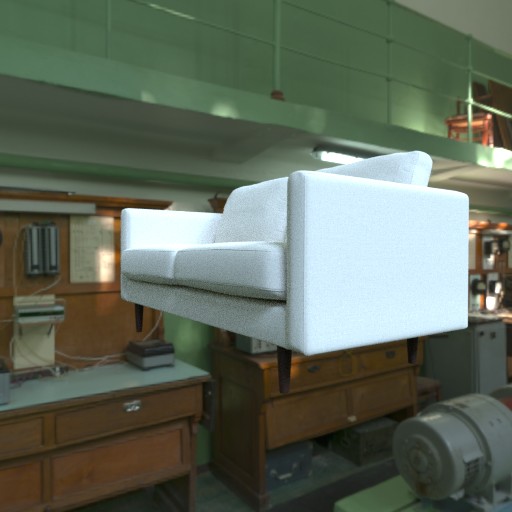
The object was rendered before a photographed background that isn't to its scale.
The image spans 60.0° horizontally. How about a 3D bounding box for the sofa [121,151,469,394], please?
[{"bbox_3d":[0.000,0.000,2.229,0.940,0.893,1.713,0,1,-35],"label":"sofa"}]
